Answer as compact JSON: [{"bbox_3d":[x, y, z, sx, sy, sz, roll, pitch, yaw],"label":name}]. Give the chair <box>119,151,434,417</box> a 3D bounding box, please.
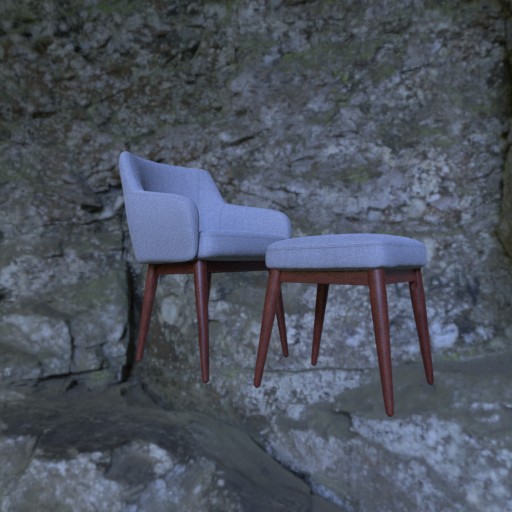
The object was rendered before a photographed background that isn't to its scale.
[{"bbox_3d":[0.000,0.000,1.560,1.107,0.799,0.584,0,-1,37],"label":"chair"}]
